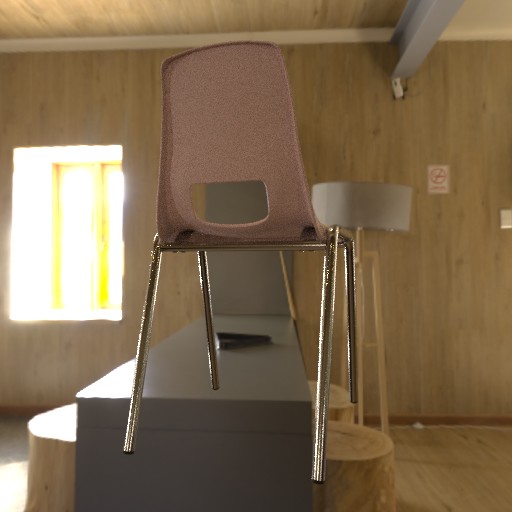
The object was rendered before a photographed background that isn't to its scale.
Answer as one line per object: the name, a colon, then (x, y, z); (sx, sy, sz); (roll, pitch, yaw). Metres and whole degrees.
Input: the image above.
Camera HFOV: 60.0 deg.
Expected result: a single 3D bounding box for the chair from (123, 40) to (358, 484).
chair: (0.000, 0.000, 0.931); (0.381, 0.704, 0.436); (0, -1, 18)
